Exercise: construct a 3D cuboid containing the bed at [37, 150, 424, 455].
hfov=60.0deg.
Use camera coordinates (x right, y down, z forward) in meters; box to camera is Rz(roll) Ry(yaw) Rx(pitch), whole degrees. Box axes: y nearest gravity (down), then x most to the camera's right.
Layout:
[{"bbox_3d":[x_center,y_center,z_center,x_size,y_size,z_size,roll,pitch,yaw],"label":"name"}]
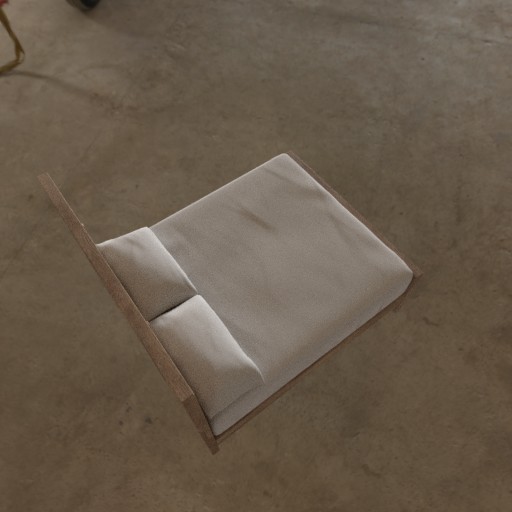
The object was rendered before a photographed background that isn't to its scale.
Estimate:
[{"bbox_3d":[0.000,0.000,3.266,2.017,1.631,1.615,-33,64,-18],"label":"bed"}]
